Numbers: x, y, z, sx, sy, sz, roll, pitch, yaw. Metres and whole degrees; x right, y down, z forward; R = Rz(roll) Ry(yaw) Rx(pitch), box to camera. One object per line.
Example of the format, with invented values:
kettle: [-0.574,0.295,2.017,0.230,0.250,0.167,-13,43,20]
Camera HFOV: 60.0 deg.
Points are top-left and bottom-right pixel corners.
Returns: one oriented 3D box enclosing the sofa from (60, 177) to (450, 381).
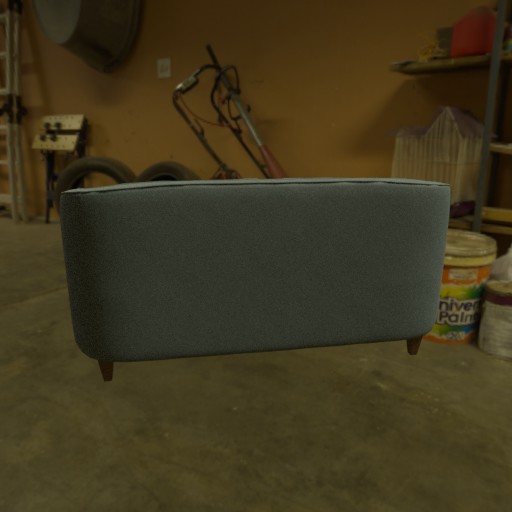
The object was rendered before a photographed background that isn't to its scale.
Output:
sofa: [0.000,0.000,2.257,1.733,0.855,0.941,-3,16,-9]
